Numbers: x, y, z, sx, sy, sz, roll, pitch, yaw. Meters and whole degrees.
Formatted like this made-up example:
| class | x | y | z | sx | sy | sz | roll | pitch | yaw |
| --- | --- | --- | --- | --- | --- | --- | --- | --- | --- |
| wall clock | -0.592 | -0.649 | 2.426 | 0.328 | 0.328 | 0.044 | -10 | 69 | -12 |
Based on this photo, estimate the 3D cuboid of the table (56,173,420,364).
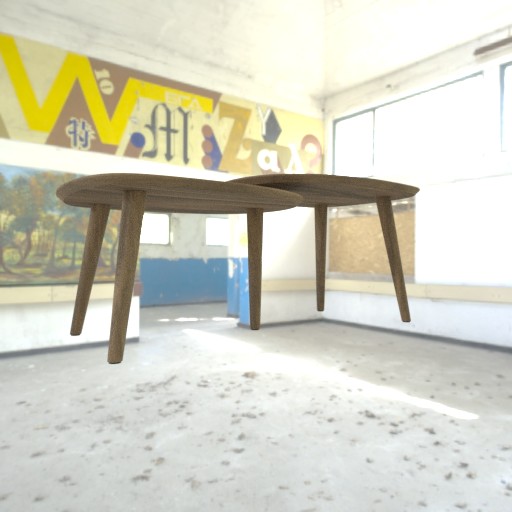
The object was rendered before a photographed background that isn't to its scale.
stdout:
| class | x | y | z | sx | sy | sz | roll | pitch | yaw |
| --- | --- | --- | --- | --- | --- | --- | --- | --- | --- |
| table | 0.000 | 0.000 | 1.312 | 1.084 | 0.429 | 0.527 | 0 | 0 | -36 |
